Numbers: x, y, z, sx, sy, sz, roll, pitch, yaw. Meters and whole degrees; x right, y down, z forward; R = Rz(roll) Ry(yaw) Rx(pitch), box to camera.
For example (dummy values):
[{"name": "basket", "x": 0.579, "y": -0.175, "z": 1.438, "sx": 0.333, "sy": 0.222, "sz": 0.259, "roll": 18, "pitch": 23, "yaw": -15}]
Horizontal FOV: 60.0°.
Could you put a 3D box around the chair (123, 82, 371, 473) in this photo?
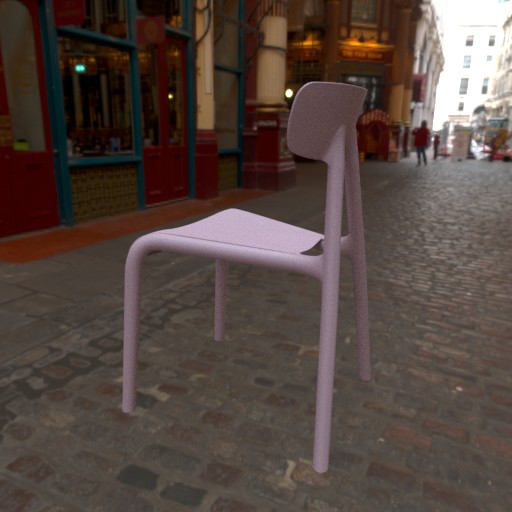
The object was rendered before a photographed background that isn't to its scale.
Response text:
[{"name": "chair", "x": 0.000, "y": 0.000, "z": 0.832, "sx": 0.401, "sy": 0.580, "sz": 0.356, "roll": 8, "pitch": 18, "yaw": 26}]
